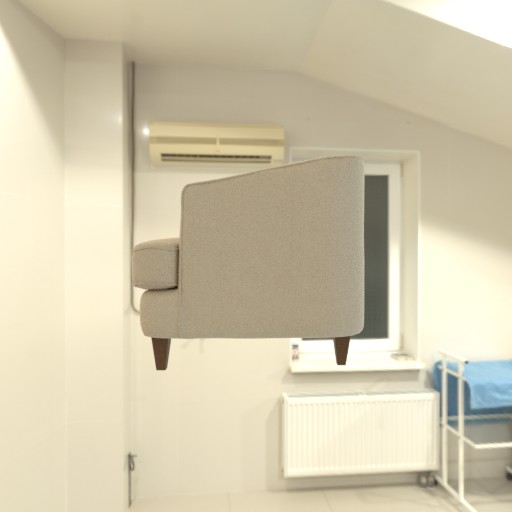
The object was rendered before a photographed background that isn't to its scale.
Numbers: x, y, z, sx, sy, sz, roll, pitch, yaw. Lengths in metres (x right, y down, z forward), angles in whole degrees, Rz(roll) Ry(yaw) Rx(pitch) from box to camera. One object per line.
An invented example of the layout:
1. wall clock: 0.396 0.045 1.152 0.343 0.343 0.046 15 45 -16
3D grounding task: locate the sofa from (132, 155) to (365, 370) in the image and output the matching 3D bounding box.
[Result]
1. sofa: 0.000 0.000 2.754 0.941 0.855 2.278 0 0 1
